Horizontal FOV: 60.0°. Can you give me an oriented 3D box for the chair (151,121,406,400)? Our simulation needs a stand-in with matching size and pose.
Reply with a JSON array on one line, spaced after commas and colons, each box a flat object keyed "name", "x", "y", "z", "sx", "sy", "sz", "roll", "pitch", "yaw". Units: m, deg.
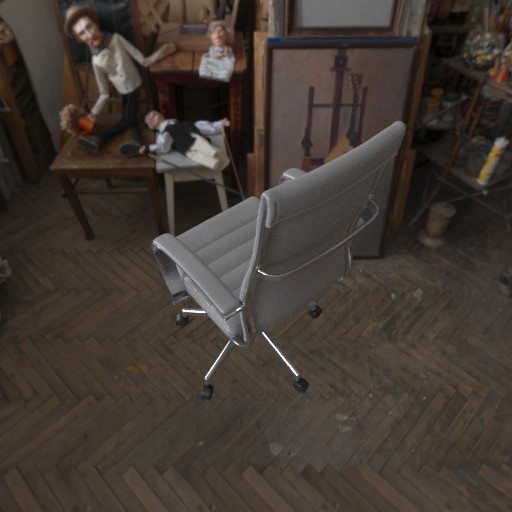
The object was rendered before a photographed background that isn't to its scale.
[{"name": "chair", "x": 0.000, "y": 0.000, "z": 1.558, "sx": 0.679, "sy": 1.149, "sz": 0.667, "roll": -31, "pitch": 54, "yaw": -26}]
